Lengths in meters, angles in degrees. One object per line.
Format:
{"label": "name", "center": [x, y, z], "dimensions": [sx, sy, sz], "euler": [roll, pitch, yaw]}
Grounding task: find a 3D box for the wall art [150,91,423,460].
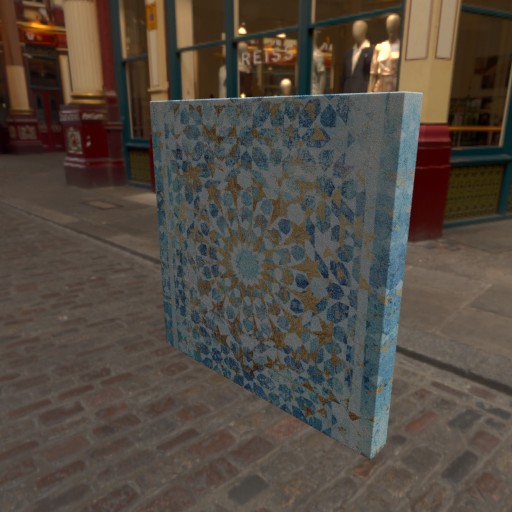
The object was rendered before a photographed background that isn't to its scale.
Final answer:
{"label": "wall art", "center": [0.000, 0.000, 0.603], "dimensions": [0.405, 0.405, 0.037], "euler": [16, 24, 41]}
